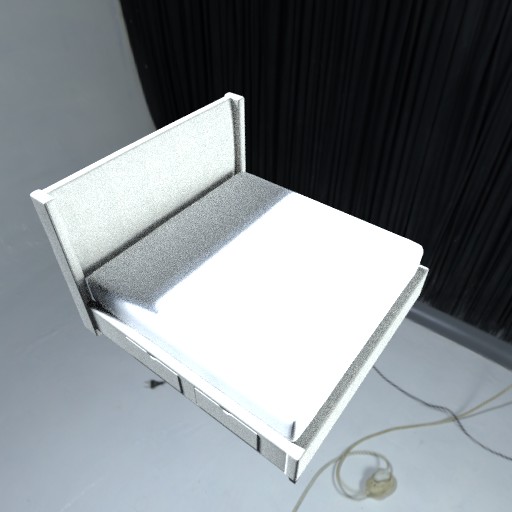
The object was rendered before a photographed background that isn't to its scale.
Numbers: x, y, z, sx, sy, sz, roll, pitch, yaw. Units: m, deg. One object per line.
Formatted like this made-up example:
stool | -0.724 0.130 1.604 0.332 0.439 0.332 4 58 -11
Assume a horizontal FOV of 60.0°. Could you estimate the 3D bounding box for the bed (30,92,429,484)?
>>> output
bed | 0.000 0.000 3.642 2.280 1.470 2.140 27 49 26
